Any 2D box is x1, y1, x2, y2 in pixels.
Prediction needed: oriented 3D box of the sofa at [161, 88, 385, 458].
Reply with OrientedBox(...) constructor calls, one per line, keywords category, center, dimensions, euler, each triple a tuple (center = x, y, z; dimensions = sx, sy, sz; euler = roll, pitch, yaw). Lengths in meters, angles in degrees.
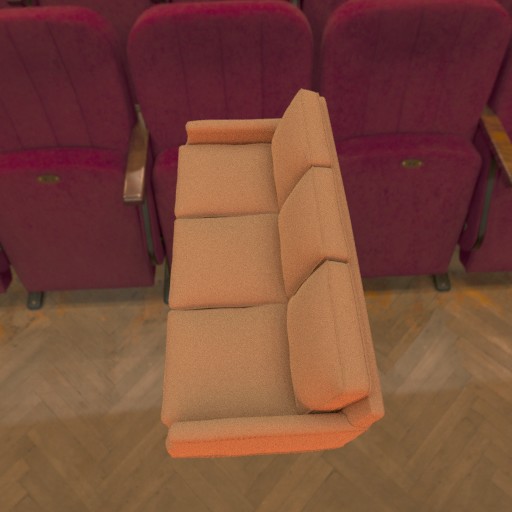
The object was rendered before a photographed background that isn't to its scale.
OrientedBox(category="sofa", center=(0.000, 0.000, 2.826), dimensions=(1.084, 1.003, 2.246), euler=(-2, 58, -1))
